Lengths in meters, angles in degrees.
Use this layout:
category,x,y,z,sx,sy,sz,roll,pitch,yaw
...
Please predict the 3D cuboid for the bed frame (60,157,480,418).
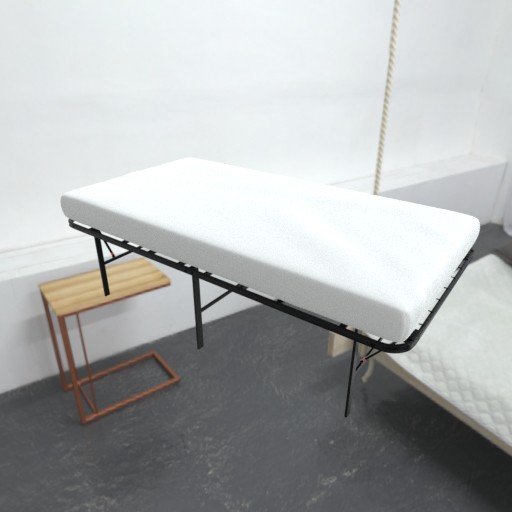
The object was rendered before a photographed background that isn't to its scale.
category,x,y,z,sx,sy,sz,roll,pitch,yaw
bed frame,0.000,0.000,2.315,1.903,0.619,0.989,18,32,32
